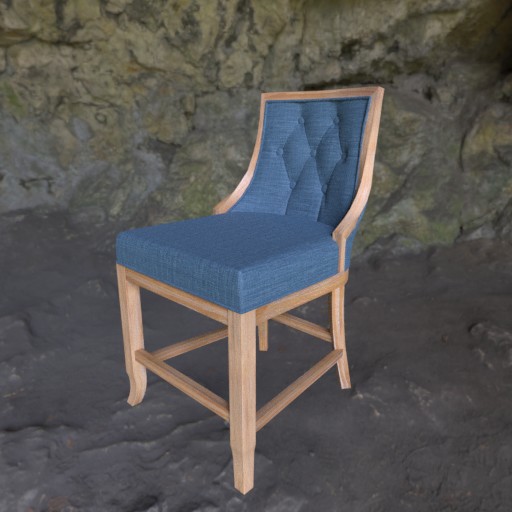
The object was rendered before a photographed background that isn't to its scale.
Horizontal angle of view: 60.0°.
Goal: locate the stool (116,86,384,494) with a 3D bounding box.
[{"bbox_3d":[0.000,0.000,1.300,0.524,0.938,0.626,16,23,42],"label":"stool"}]
